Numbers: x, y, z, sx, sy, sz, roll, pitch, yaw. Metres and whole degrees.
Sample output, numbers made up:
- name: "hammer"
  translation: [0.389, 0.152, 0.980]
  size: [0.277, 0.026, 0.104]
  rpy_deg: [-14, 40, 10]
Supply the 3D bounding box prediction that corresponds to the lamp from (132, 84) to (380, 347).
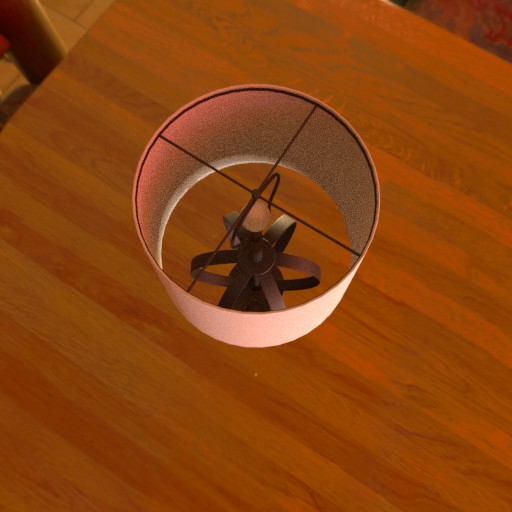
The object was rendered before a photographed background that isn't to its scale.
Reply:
- name: "lamp"
  translation: [0.000, 0.000, 0.696]
  size: [0.286, 0.510, 0.286]
  rpy_deg: [0, 75, 0]
